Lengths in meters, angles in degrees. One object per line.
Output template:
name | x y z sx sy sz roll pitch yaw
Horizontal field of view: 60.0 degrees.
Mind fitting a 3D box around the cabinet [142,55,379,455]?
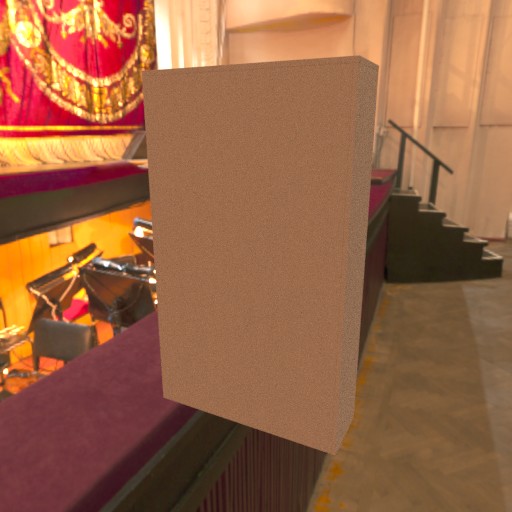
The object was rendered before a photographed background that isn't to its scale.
cabinet | 0.000 0.000 1.632 0.750 1.280 0.250 8 18 26
